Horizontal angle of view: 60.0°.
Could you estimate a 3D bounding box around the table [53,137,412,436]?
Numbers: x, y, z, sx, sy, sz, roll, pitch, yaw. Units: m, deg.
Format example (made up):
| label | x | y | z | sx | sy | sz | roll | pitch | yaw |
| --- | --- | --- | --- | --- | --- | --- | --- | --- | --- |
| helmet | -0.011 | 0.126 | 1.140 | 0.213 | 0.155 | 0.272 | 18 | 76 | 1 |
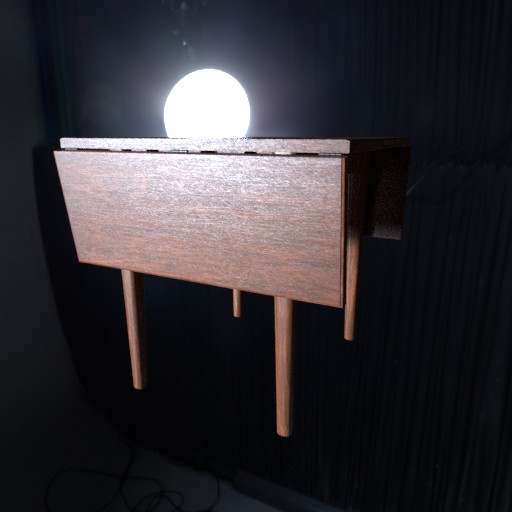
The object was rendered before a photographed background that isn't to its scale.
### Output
| label | x | y | z | sx | sy | sz | roll | pitch | yaw |
| --- | --- | --- | --- | --- | --- | --- | --- | --- | --- |
| table | 0.000 | 0.000 | 1.479 | 0.812 | 0.763 | 0.843 | 8 | 17 | 26 |
